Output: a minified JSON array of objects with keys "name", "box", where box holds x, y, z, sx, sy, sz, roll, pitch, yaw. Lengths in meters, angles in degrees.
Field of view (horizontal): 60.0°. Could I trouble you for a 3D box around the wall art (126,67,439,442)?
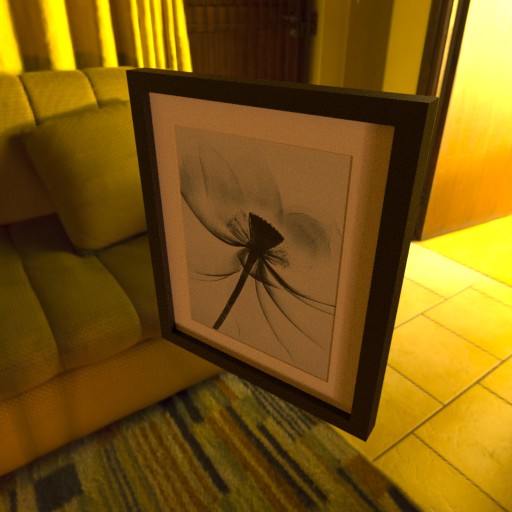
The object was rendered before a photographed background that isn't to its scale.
[{"name":"wall art","box":[0.000,0.000,0.514,0.330,0.381,0.029,19,35,29]}]
